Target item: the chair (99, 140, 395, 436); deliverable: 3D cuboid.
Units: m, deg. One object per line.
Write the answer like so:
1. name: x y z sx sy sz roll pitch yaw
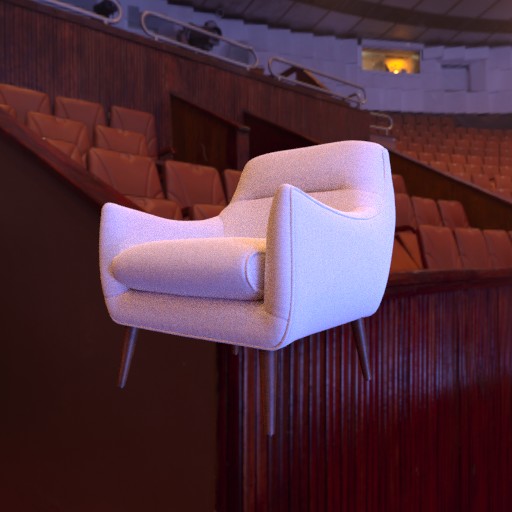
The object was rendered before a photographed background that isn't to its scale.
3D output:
1. chair: 0.000 0.000 1.486 0.762 0.838 0.787 1 1 38
